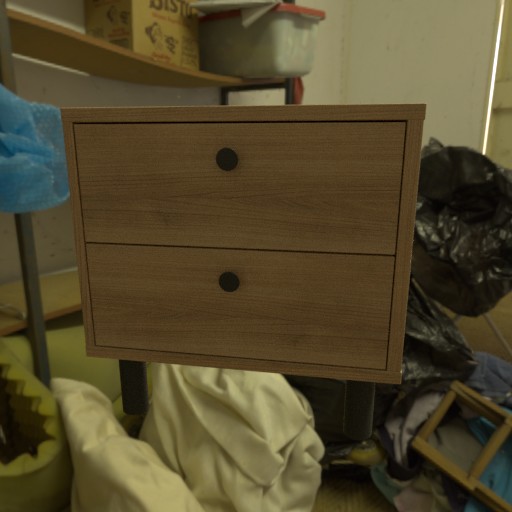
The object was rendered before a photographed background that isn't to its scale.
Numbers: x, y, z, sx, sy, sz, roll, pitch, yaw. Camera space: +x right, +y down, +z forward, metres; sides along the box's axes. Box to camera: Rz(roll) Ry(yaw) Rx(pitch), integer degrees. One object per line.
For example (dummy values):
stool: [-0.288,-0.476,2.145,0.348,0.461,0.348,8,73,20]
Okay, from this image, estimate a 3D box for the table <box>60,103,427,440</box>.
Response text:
table: [0.000,0.000,0.752,0.445,0.460,0.380,3,15,10]
